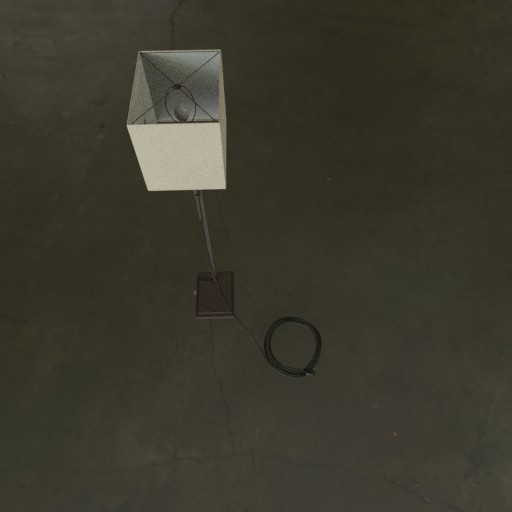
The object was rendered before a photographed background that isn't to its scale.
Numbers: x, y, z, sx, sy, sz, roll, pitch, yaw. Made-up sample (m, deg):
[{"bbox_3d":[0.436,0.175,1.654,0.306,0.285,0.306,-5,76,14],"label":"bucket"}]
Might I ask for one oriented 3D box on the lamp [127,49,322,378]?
[{"bbox_3d":[0.000,0.000,2.022,0.774,1.600,0.698,-2,59,-1],"label":"lamp"}]
